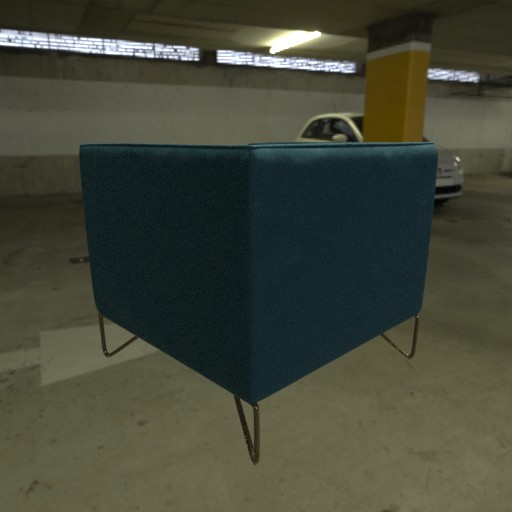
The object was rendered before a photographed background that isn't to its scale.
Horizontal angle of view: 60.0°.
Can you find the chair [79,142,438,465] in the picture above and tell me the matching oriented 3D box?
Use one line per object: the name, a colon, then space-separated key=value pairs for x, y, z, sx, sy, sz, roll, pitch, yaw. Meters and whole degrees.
chair: x=0.000 y=0.000 z=1.583 sx=0.880 sy=0.790 sz=0.894 roll=-14 pitch=20 yaw=-42
